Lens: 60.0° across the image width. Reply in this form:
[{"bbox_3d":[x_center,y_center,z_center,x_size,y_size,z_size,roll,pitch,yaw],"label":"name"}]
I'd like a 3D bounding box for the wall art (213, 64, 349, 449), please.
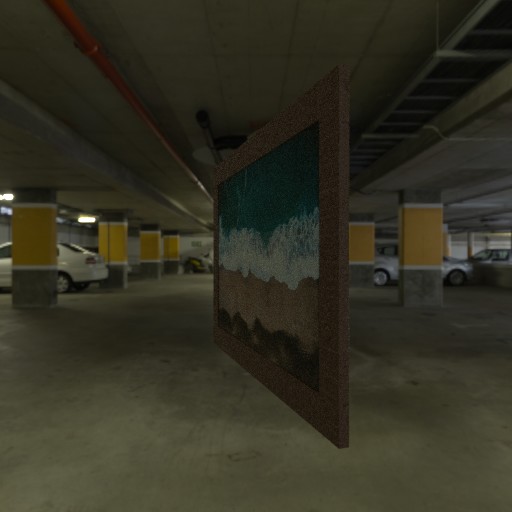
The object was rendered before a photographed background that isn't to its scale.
[{"bbox_3d":[0.000,0.000,1.159,0.019,0.626,0.917,0,0,-18],"label":"wall art"}]
